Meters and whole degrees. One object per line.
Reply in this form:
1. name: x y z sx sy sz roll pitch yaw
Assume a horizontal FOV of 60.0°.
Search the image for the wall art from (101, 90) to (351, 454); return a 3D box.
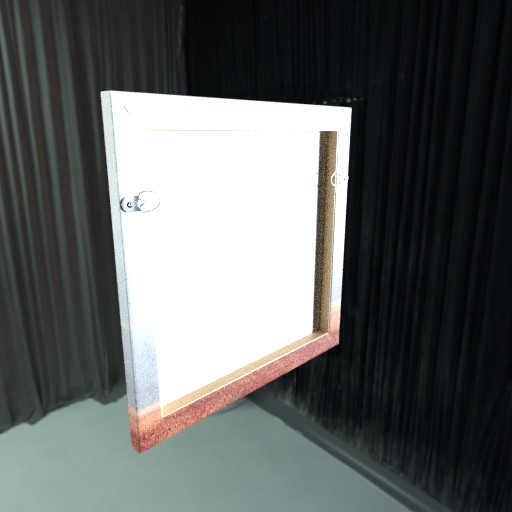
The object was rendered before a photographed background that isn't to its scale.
1. wall art: 0.000 0.000 1.152 0.760 0.760 0.042 -15 21 -43
